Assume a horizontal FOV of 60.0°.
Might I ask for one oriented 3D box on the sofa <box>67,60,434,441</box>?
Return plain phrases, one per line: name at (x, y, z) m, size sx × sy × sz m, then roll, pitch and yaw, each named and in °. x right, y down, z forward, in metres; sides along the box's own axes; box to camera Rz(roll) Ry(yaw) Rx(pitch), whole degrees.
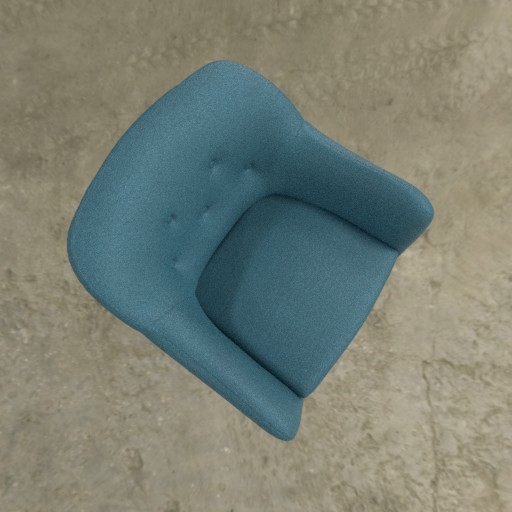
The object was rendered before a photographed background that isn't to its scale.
sofa at (0.000, 0.000, 1.477) m, size 0.825 × 0.817 × 0.836 m, roll 34°, pitch 79°, yaw 8°
